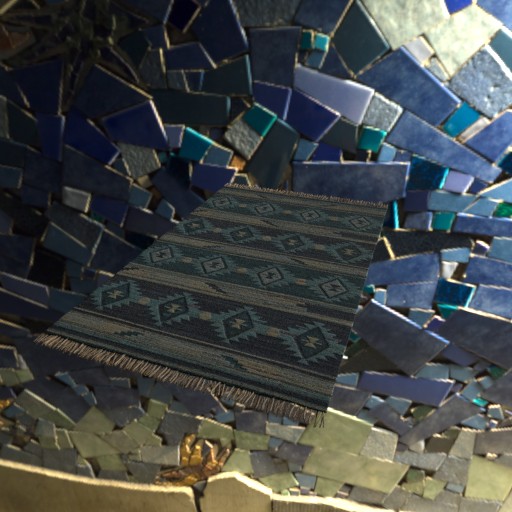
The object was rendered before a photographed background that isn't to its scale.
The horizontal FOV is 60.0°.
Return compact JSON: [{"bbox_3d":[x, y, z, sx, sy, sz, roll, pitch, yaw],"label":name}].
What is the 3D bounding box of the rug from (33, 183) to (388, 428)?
[{"bbox_3d":[0.000,0.000,2.360,1.181,0.028,1.936,11,31,18],"label":"rug"}]
